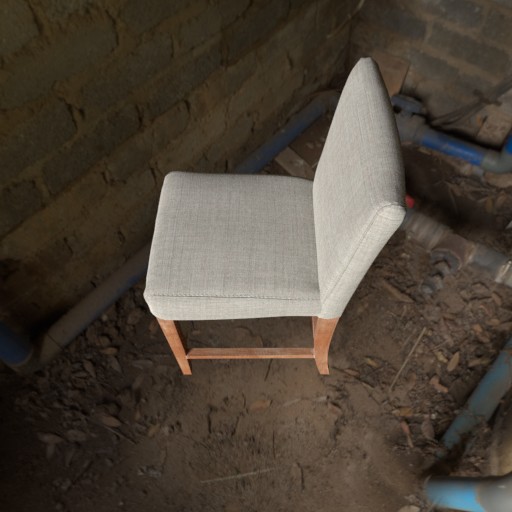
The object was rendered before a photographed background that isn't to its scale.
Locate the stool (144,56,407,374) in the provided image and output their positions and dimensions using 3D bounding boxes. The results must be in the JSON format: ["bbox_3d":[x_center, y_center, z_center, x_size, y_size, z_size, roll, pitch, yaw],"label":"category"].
[{"bbox_3d":[0.000,0.000,1.319,0.567,1.039,0.454,1,59,0],"label":"stool"}]
